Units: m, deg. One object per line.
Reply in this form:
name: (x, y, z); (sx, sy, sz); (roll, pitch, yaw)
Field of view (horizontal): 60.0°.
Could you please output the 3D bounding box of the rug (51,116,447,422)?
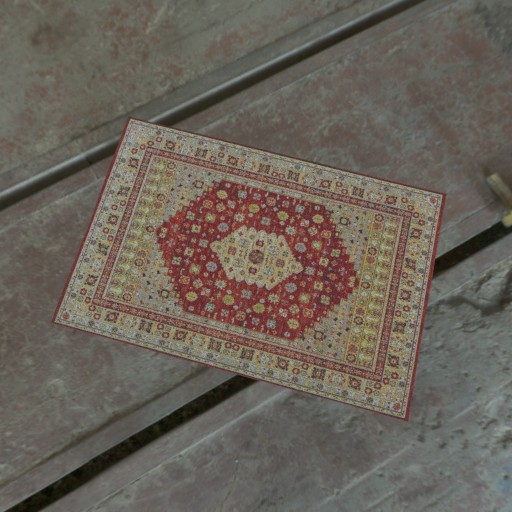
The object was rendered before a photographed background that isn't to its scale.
rug: (0.000, 0.000, 2.292); (1.802, 0.013, 1.194); (14, 76, 4)
